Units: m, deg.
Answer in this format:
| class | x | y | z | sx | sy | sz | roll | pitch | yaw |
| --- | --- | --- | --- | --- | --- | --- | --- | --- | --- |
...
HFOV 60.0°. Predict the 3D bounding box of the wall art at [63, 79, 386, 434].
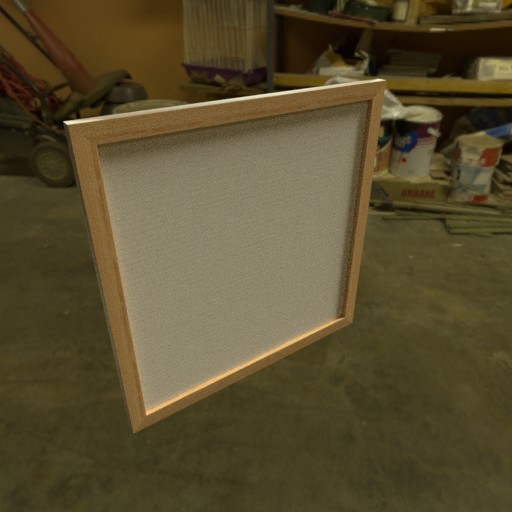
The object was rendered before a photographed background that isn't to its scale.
| class | x | y | z | sx | sy | sz | roll | pitch | yaw |
| --- | --- | --- | --- | --- | --- | --- | --- | --- | --- |
| wall art | 0.000 | 0.000 | 1.107 | 0.762 | 0.762 | 0.027 | -19 | 36 | -29 |
